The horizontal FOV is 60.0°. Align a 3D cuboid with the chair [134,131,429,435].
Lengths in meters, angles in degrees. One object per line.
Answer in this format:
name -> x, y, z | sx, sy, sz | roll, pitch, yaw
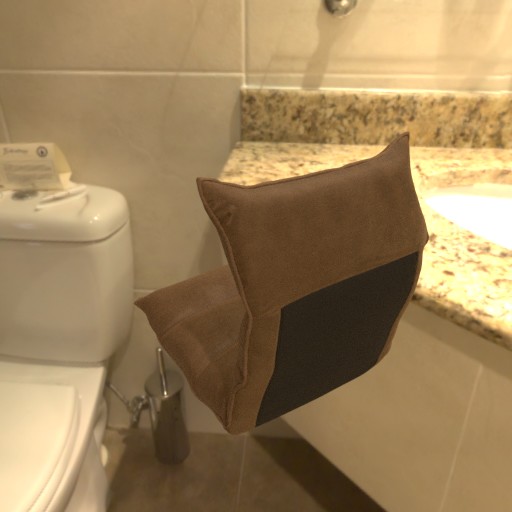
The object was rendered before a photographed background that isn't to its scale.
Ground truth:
chair -> 0.000, 0.000, 1.564 | 0.714, 0.892, 0.985 | -17, 33, -28
